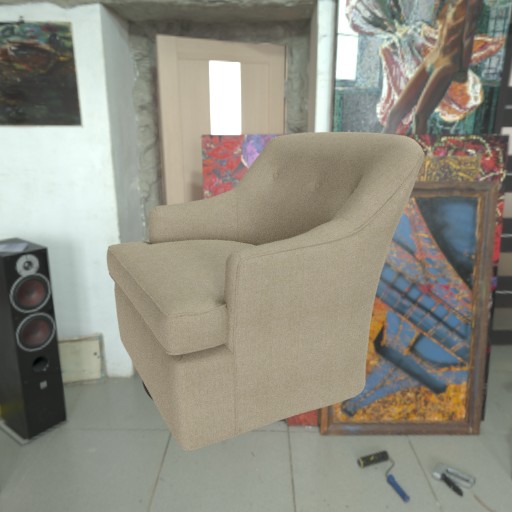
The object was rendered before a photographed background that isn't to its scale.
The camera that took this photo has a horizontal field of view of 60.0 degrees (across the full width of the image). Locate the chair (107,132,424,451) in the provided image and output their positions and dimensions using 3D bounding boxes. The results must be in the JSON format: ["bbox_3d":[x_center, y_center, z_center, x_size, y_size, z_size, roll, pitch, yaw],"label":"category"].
[{"bbox_3d":[0.000,0.000,1.595,0.923,0.856,0.864,-9,18,-27],"label":"chair"}]
